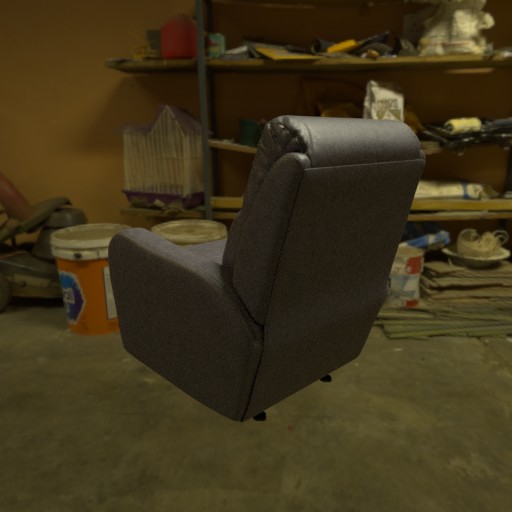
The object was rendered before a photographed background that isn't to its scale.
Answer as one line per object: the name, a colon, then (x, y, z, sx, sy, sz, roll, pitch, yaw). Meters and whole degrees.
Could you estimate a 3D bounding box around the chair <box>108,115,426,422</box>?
chair: (0.000, 0.000, 1.812, 0.865, 1.067, 1.067, -14, 21, -41)
